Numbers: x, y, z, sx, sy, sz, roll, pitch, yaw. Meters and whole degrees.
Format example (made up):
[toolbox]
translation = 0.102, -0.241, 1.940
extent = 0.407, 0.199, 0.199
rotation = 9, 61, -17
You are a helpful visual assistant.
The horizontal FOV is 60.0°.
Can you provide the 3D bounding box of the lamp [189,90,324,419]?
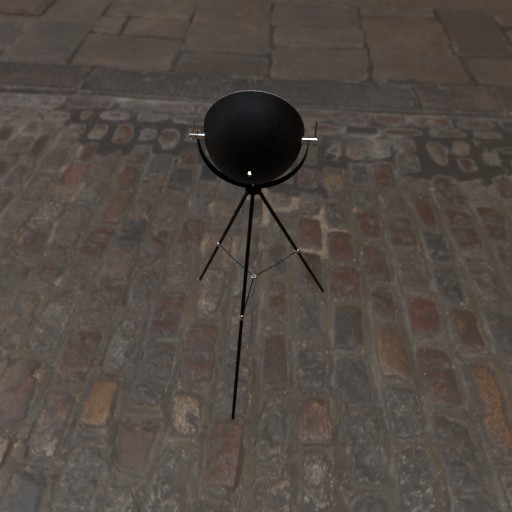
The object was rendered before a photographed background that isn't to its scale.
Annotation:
[lamp]
translation = 0.000, 0.000, 2.032
extent = 0.817, 1.512, 0.920
rotation = 3, 47, 3
